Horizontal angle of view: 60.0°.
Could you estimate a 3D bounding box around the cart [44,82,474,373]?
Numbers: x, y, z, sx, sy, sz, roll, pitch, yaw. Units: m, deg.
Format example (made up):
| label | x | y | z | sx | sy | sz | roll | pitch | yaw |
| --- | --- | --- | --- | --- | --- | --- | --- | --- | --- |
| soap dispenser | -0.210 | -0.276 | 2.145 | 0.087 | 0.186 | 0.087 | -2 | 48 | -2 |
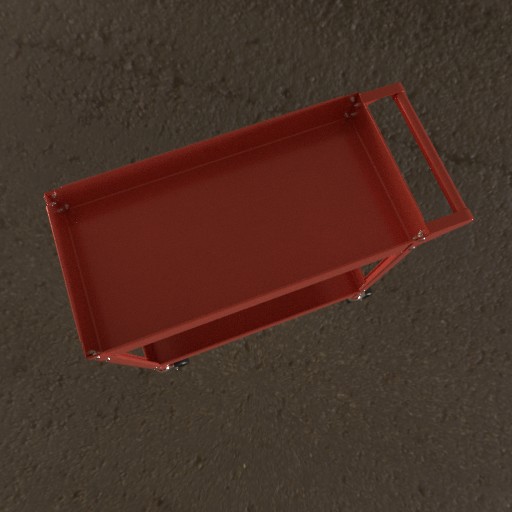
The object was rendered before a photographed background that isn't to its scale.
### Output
| label | x | y | z | sx | sy | sz | roll | pitch | yaw |
| --- | --- | --- | --- | --- | --- | --- | --- | --- | --- |
| cart | 0.000 | 0.000 | 1.195 | 0.779 | 0.719 | 0.366 | -19 | 75 | -6 |
